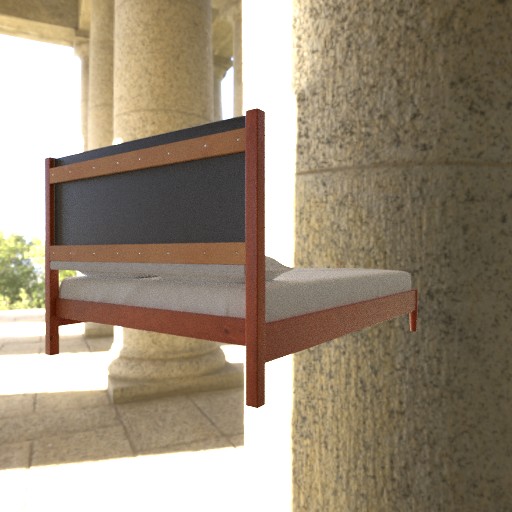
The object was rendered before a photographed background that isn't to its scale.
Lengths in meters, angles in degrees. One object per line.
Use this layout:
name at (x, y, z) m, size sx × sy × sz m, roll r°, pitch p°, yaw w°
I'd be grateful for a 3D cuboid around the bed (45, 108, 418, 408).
bed at (0.000, 0.000, 3.021) m, size 1.566 × 1.165 × 2.117 m, roll 0°, pitch 1°, yaw 36°
